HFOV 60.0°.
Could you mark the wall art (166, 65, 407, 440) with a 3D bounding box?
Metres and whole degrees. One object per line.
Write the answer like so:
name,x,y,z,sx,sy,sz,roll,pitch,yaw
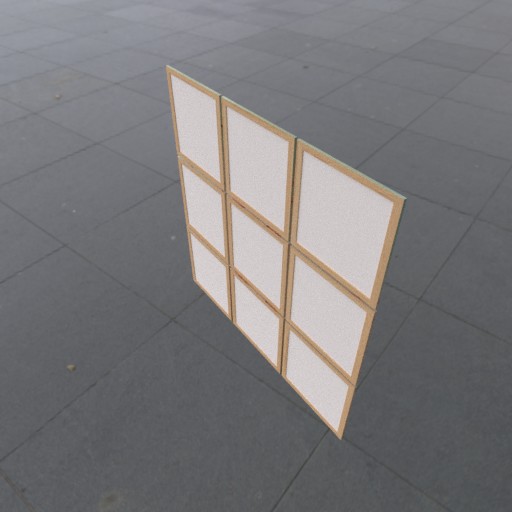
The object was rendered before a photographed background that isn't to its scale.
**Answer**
wall art,0.000,0.000,2.304,0.013,1.523,1.517,-26,48,-27
